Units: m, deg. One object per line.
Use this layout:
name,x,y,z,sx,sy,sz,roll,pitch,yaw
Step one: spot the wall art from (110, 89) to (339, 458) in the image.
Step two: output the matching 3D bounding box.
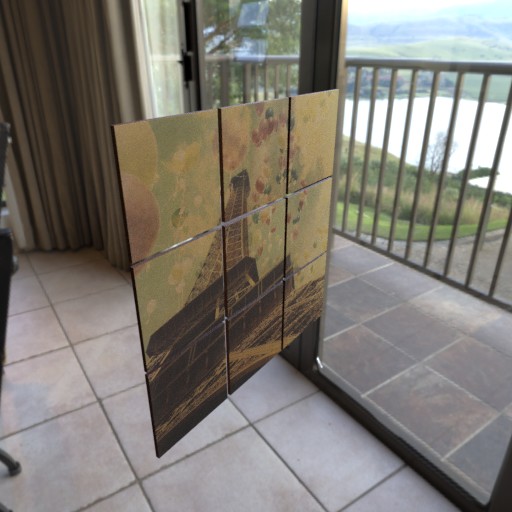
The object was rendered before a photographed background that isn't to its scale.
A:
wall art,0.000,0.000,1.889,0.017,1.246,1.256,18,31,33
